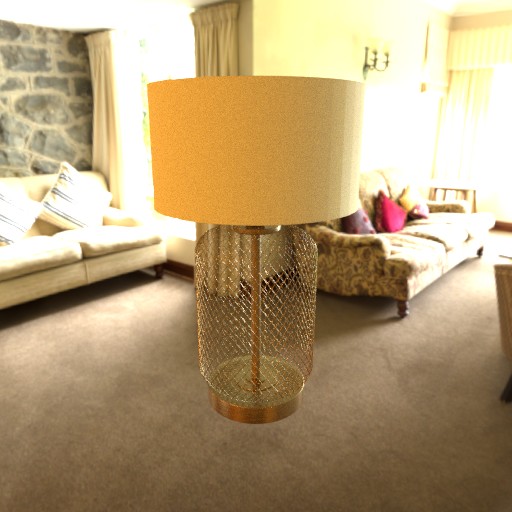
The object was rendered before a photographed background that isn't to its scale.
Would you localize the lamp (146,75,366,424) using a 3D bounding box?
[{"bbox_3d":[0.000,0.000,0.810,0.353,0.578,0.353,0,16,0],"label":"lamp"}]
